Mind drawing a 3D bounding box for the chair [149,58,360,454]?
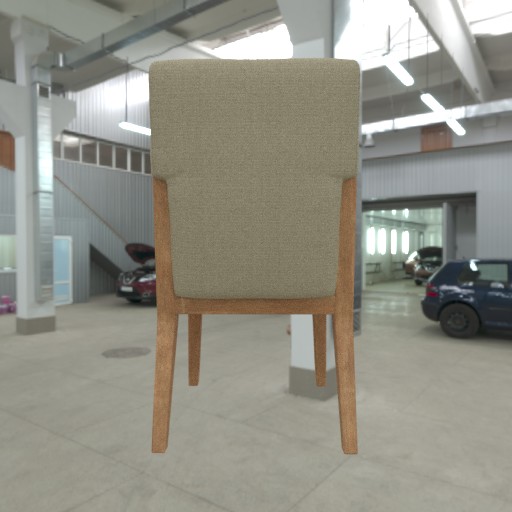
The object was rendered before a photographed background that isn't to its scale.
[{"bbox_3d":[0.000,0.000,1.285,0.507,0.911,0.586,0,1,1],"label":"chair"}]
